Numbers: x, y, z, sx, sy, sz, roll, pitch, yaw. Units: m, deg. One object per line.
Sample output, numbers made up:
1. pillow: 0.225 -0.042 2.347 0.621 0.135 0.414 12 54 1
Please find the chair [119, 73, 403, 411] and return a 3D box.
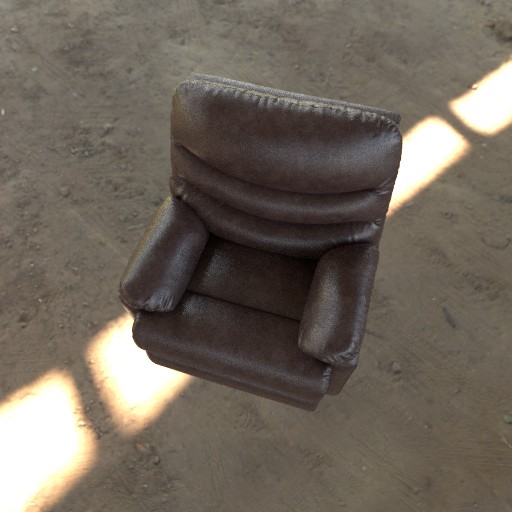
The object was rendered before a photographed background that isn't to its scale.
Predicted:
1. chair: 0.000 0.000 1.753 0.940 1.041 0.879 14 60 9
